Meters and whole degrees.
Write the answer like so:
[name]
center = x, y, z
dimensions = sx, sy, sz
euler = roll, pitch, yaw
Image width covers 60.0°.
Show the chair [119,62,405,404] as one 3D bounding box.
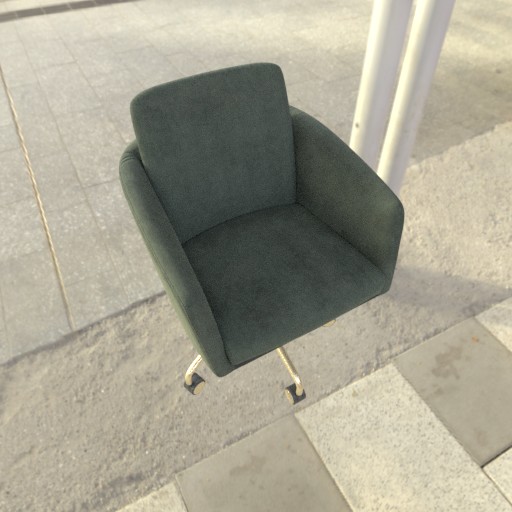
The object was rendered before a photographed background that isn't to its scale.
[chair]
center = 0.000, 0.000, 1.341
dimensions = 0.641, 0.908, 0.635
euler = -22, 49, -21
